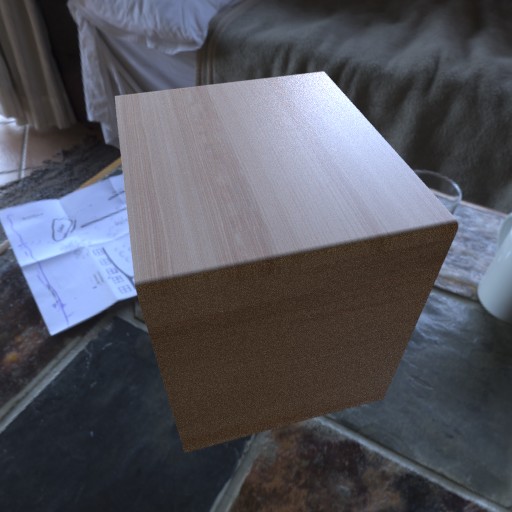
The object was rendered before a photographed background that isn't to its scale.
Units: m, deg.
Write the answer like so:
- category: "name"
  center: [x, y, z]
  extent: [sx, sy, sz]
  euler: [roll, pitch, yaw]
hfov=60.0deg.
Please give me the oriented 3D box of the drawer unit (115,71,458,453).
- category: "drawer unit"
  center: [0.000, 0.000, 0.613]
  extent: [0.290, 0.344, 0.344]
  euler: [-11, 47, -11]
